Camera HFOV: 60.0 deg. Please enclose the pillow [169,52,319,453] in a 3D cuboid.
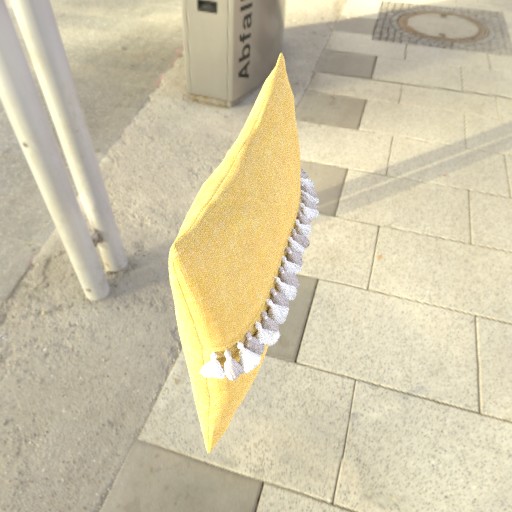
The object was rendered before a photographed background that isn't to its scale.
[{"bbox_3d":[0.000,0.000,0.728,0.167,0.481,0.485,11,47,10],"label":"pillow"}]
